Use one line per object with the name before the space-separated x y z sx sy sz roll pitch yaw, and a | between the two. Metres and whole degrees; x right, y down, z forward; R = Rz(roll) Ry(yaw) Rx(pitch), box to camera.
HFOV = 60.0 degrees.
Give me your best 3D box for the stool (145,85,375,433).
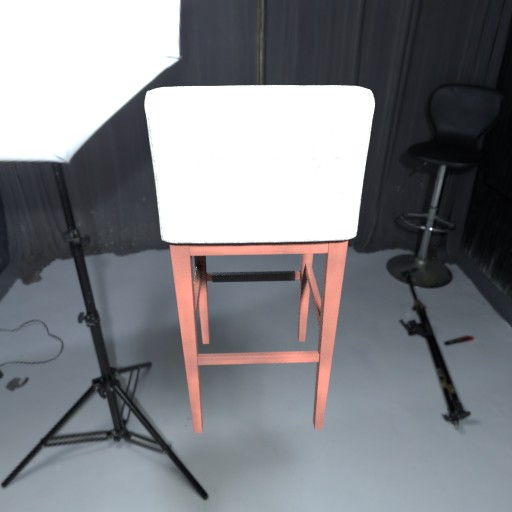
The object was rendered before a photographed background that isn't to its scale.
stool | 0.000 0.000 1.241 0.426 0.965 0.499 -1 30 -2
